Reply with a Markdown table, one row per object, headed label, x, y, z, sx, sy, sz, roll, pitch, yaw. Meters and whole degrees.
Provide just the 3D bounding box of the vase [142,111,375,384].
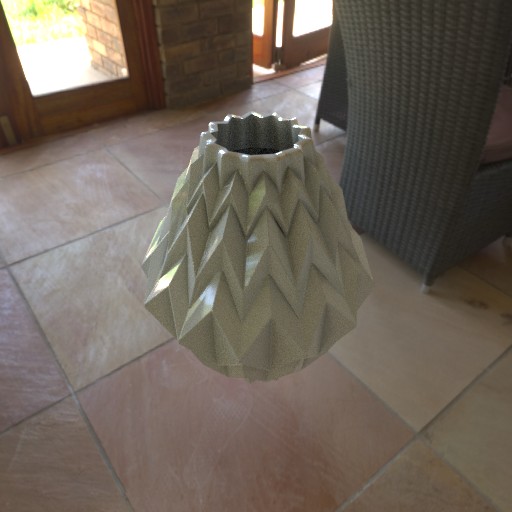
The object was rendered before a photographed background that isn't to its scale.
| label | x | y | z | sx | sy | sz | roll | pitch | yaw |
| --- | --- | --- | --- | --- | --- | --- | --- | --- | --- |
| vase | 0.000 | 0.000 | 0.311 | 0.164 | 0.185 | 0.164 | 0 | 41 | 0 |
